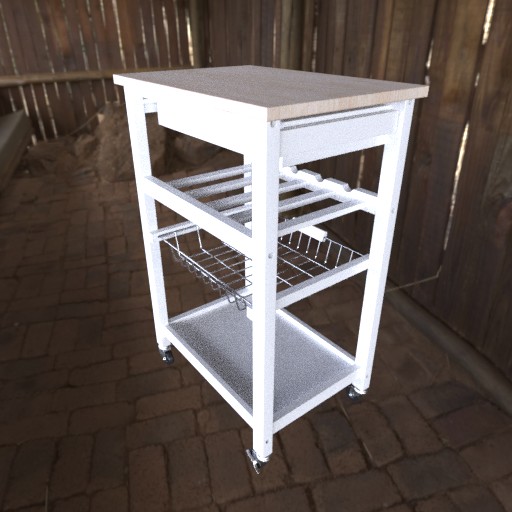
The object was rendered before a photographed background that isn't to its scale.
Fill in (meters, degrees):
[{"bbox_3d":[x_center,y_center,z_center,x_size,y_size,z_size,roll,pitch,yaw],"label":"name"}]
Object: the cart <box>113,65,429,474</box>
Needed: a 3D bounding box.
[{"bbox_3d":[0.000,0.000,1.152,0.406,0.857,0.578,-20,34,-33],"label":"cart"}]
